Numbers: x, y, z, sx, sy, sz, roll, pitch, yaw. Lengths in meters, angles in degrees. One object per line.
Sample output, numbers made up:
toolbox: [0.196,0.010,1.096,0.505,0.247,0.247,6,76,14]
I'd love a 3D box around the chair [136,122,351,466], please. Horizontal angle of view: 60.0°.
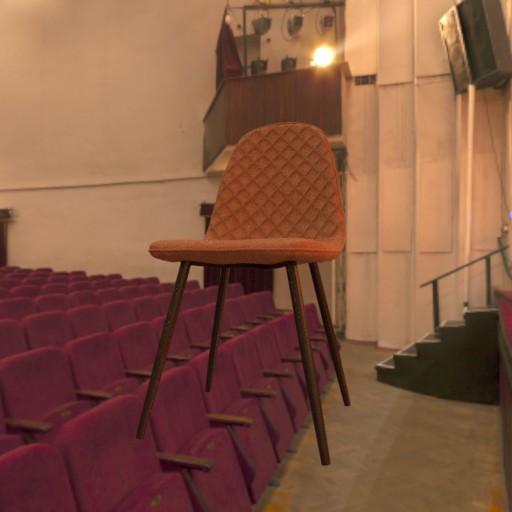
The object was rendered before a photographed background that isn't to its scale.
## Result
chair: [0.000,0.000,1.217,0.472,0.889,0.561,0,0,18]
